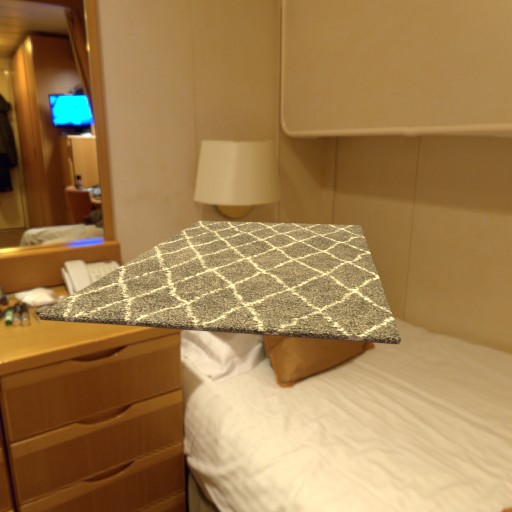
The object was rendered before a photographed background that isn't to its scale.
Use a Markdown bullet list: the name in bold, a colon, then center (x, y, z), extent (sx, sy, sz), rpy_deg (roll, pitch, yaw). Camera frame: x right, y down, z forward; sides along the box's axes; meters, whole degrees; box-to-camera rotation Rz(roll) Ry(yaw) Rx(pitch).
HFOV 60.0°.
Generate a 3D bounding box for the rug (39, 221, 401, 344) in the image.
- **rug**: center (0.000, 0.000, 2.967), extent (1.524, 0.030, 2.438), rpy_deg (2, 14, 9)
